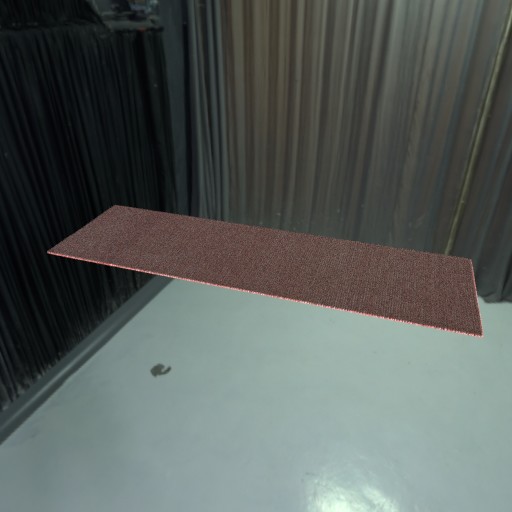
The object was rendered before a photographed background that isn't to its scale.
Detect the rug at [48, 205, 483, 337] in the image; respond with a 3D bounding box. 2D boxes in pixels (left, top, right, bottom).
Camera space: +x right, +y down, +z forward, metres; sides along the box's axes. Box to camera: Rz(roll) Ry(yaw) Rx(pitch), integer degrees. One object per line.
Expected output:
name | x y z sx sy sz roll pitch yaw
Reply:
rug | 0.000 0.000 2.510 2.307 0.012 0.687 10 32 16
